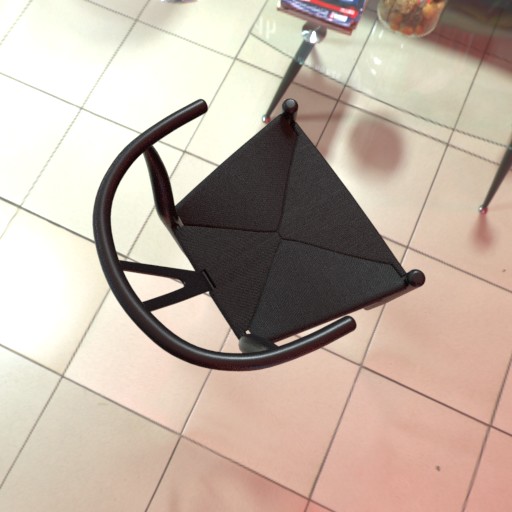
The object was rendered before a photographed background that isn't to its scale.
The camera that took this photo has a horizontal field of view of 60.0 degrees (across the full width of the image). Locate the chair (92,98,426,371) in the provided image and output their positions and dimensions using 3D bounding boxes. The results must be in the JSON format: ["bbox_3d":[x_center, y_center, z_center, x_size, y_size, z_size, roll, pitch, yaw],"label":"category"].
[{"bbox_3d":[0.000,0.000,1.137,0.579,0.730,0.569,-31,78,-8],"label":"chair"}]
